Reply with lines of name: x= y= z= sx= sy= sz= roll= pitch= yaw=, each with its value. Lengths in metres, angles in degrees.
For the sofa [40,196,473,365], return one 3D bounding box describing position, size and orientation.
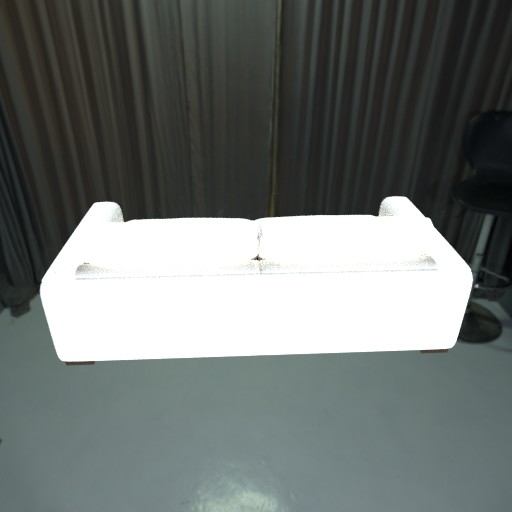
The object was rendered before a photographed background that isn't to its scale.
sofa: x=0.000 y=0.000 z=2.788 sx=2.262 sy=0.801 sz=1.070 roll=-1 pitch=30 yaw=-2
